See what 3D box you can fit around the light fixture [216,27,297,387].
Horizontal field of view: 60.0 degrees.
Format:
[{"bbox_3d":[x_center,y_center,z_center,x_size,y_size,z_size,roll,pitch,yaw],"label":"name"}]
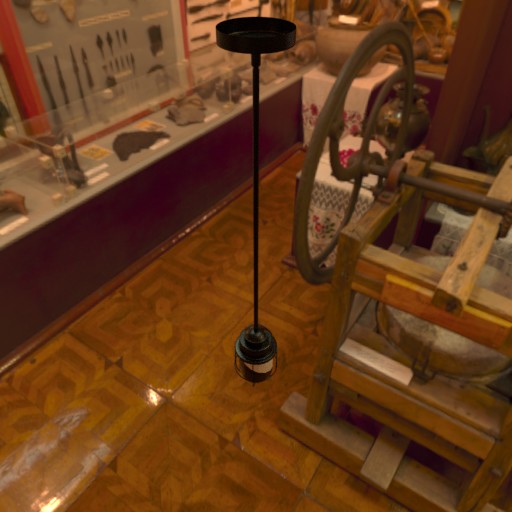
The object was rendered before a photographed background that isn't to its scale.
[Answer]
[{"bbox_3d":[0.000,0.000,0.973,0.123,0.920,0.123,25,47,26],"label":"light fixture"}]
